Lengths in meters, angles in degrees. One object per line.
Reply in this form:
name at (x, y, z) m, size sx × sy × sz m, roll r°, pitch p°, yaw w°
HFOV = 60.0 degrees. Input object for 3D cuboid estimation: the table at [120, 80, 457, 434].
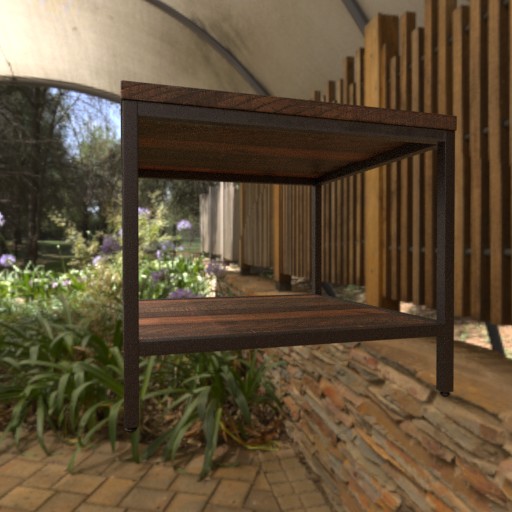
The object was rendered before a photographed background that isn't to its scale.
table at (0.000, 0.000, 0.942) m, size 0.548 × 0.482 × 0.553 m, roll 0°, pitch 1°, yaw -17°
